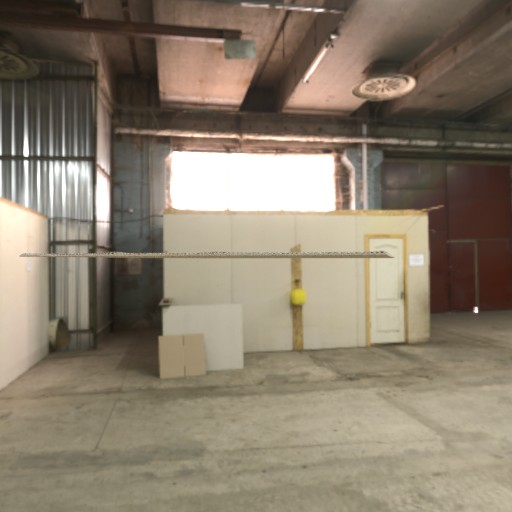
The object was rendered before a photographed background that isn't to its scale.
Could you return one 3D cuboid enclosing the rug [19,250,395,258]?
[{"bbox_3d":[0.000,0.000,4.117,2.429,0.030,3.052,0,-1,18],"label":"rug"}]
